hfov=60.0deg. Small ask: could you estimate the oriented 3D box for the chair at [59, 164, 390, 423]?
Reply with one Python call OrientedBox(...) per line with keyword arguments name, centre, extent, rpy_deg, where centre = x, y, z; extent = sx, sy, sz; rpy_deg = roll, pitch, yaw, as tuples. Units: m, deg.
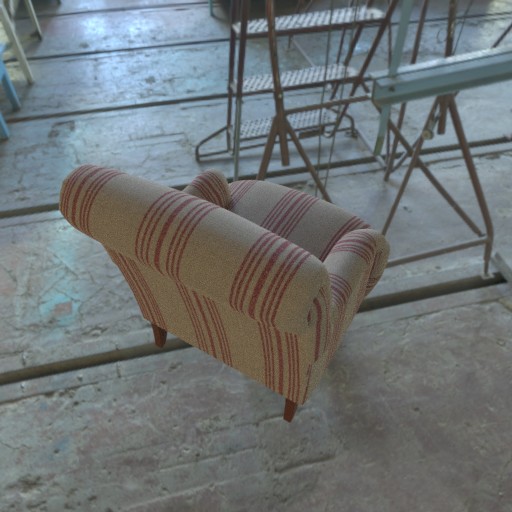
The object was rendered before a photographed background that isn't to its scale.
OrientedBox(name="chair", centre=(0.000, 0.000, 1.859), extent=(0.933, 1.123, 1.058), rpy_deg=(24, 51, 21))
